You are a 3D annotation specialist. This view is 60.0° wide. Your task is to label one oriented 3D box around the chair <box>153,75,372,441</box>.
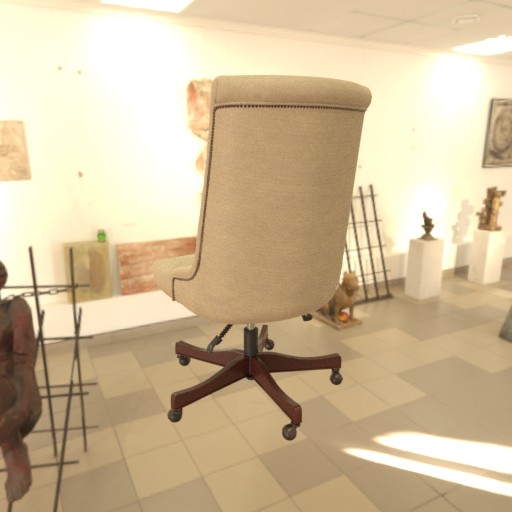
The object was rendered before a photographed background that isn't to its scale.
[{"bbox_3d":[0.000,0.000,1.437,0.645,1.010,0.696,-7,16,-27],"label":"chair"}]
